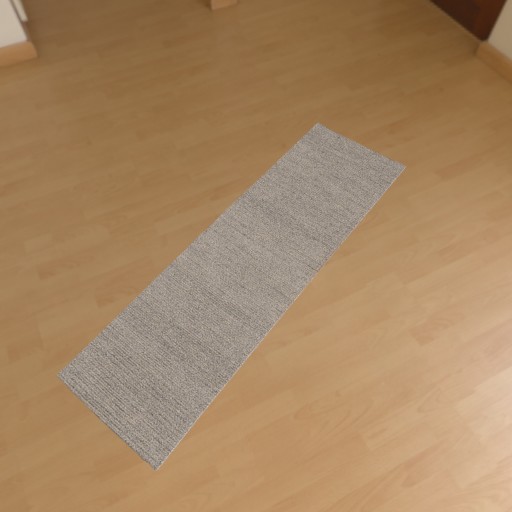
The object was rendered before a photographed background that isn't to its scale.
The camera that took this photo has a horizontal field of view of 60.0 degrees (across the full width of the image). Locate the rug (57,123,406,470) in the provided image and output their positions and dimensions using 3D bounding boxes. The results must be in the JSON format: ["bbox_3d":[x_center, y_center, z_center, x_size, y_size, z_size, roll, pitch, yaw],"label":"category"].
[{"bbox_3d":[0.000,0.000,2.551,0.692,0.032,2.320,34,64,19],"label":"rug"}]
